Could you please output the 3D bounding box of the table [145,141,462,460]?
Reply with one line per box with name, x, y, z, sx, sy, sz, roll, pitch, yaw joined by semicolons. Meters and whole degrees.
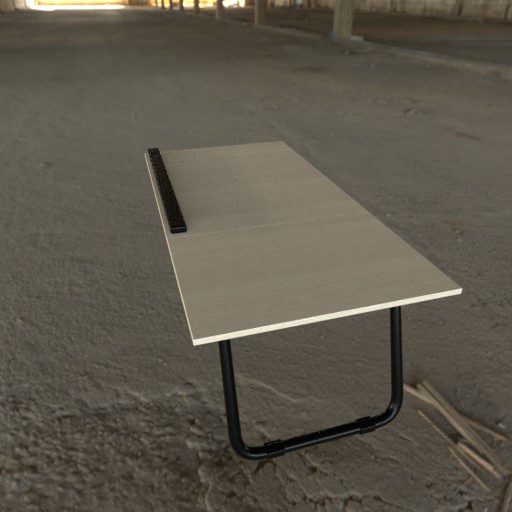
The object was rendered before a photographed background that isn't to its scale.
table;0.000;0.000;0.806;0.322;0.242;0.644;-9;32;-14
